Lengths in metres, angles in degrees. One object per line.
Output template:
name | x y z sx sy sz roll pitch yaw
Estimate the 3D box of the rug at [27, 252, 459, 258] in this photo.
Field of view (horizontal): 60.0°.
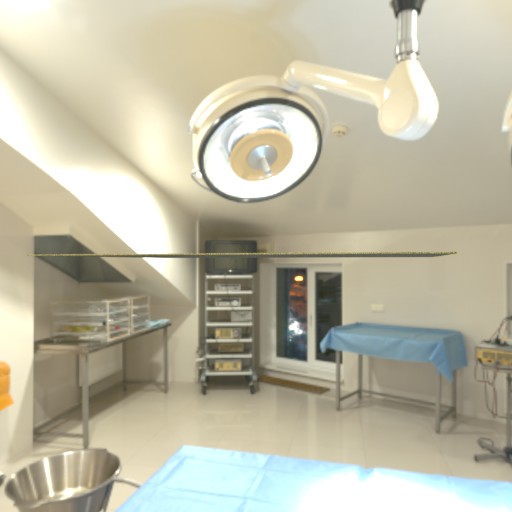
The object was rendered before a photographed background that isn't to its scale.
rug | 0.000 0.000 2.940 2.297 0.007 1.529 0 -1 18
